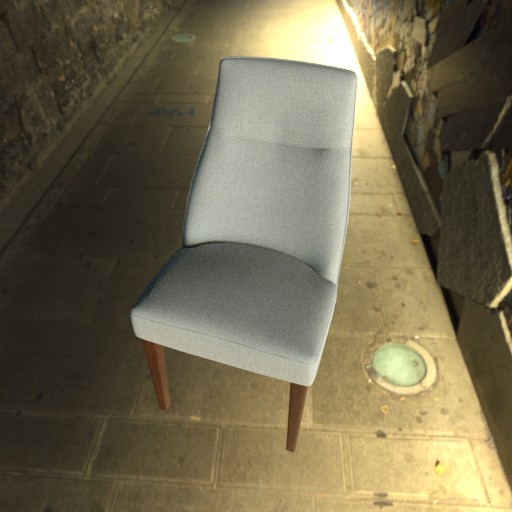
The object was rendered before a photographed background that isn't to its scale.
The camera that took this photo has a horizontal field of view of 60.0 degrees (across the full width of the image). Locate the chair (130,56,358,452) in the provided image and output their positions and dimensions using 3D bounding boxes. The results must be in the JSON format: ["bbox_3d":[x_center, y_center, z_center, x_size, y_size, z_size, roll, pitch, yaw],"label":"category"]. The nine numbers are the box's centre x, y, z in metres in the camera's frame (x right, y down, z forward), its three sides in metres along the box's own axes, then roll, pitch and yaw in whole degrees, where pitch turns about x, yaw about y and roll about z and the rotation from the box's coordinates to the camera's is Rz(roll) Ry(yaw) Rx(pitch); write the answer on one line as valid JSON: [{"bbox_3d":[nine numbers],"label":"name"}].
[{"bbox_3d":[0.000,0.000,1.287,0.500,0.930,0.620,13,44,14],"label":"chair"}]
